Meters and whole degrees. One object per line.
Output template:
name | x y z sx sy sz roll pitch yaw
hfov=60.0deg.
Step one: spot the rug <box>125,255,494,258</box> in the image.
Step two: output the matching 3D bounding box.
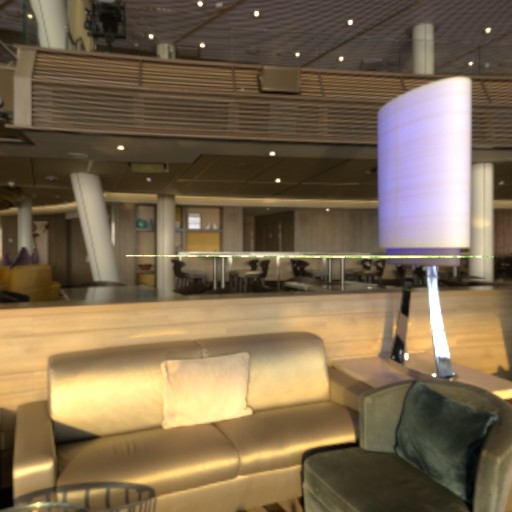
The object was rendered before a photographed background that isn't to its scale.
rug | 0.000 0.000 2.665 0.761 0.006 2.438 0 0 -35
